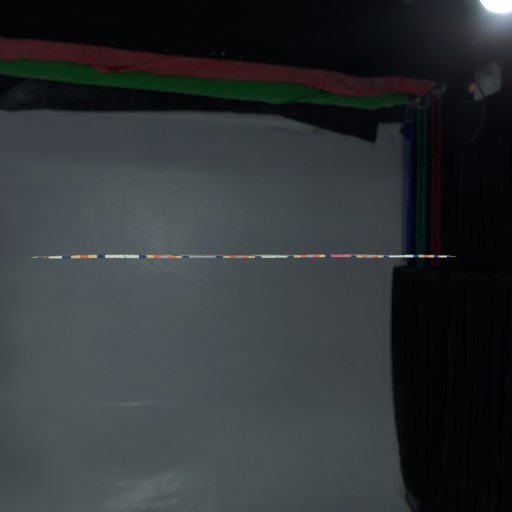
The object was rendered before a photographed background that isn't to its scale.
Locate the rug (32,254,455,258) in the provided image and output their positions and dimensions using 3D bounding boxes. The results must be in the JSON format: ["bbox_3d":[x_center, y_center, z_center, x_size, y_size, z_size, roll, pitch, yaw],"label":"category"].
[{"bbox_3d":[0.000,0.000,2.789,2.455,0.017,0.695,0,0,-17],"label":"rug"}]
